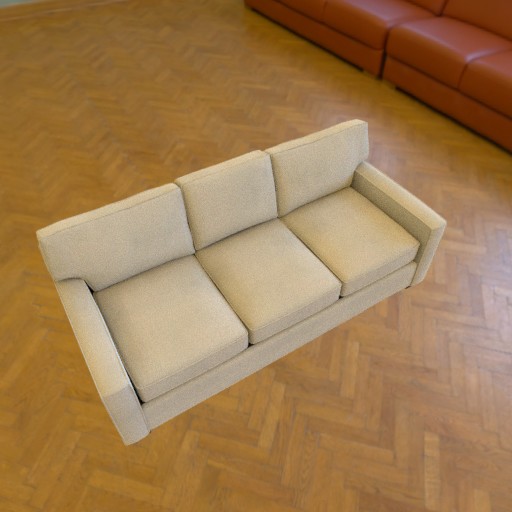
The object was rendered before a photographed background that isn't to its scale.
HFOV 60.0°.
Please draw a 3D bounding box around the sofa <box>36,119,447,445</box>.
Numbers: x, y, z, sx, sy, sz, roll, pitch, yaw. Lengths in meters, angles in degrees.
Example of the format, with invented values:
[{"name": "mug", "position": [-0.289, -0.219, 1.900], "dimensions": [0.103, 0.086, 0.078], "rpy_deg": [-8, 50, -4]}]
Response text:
[{"name": "sofa", "position": [0.000, 0.000, 2.566], "dimensions": [2.088, 0.862, 0.935], "rpy_deg": [-24, 51, -21]}]
